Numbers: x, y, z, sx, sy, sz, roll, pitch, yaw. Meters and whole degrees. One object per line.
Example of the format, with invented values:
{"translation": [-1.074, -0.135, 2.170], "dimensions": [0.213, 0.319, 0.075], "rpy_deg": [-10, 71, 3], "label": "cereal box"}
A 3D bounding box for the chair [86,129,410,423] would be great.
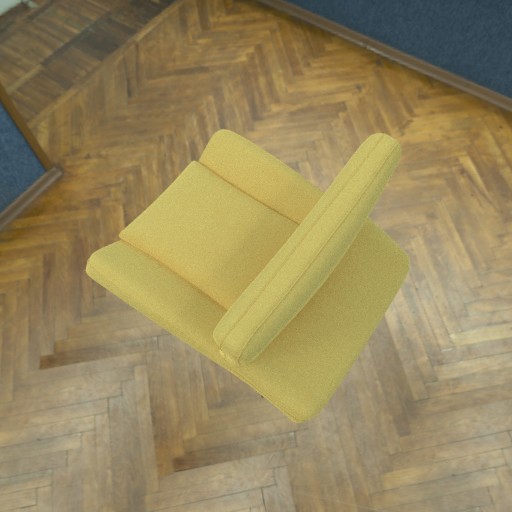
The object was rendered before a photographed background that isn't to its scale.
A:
{"translation": [0.000, 0.000, 1.663], "dimensions": [1.008, 0.855, 0.859], "rpy_deg": [33, 68, 16], "label": "chair"}
